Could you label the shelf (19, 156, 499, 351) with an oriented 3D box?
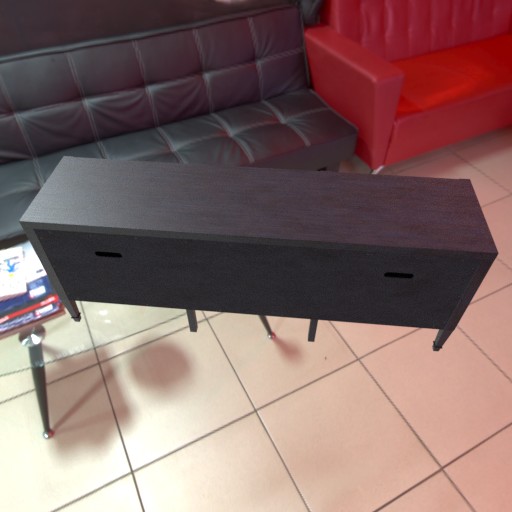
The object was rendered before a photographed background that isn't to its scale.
[{"bbox_3d":[0.000,0.000,2.148,1.878,0.715,0.471,4,47,4],"label":"shelf"}]
